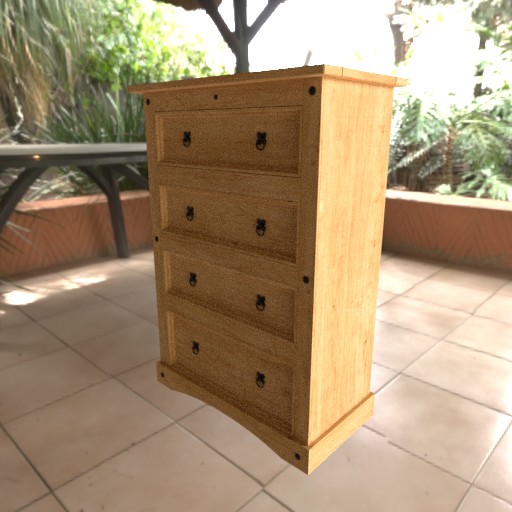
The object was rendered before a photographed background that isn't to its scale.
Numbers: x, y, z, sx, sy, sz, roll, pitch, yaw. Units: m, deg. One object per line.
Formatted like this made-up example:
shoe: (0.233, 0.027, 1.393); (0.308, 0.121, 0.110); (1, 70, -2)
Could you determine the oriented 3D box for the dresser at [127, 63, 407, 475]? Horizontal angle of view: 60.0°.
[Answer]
dresser: (0.000, 0.000, 1.766); (0.915, 1.300, 0.485); (14, 21, 41)
